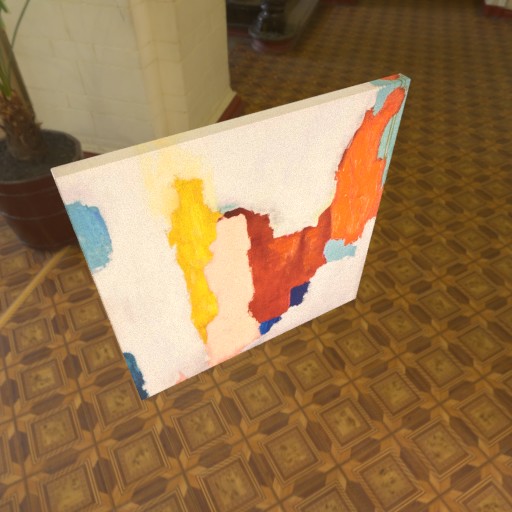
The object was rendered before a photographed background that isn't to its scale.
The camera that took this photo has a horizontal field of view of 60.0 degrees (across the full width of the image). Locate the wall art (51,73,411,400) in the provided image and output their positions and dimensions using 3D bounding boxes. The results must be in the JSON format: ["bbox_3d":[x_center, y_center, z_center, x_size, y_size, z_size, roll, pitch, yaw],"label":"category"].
[{"bbox_3d":[0.000,0.000,1.202,0.814,0.814,0.037,-22,49,-20],"label":"wall art"}]
